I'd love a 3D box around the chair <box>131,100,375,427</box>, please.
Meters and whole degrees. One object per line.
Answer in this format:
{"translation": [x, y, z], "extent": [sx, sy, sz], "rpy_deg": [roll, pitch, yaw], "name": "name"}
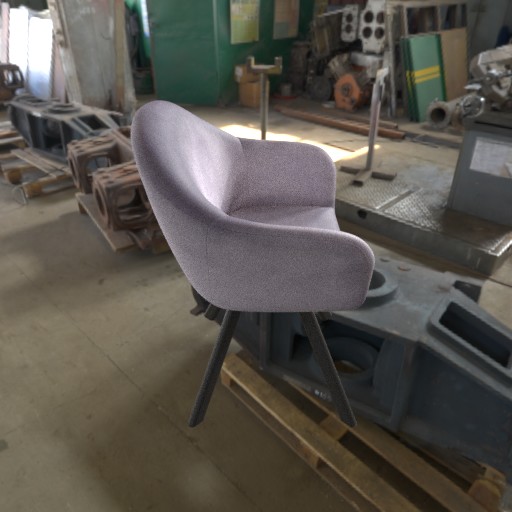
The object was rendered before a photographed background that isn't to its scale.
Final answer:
{"translation": [0.000, 0.000, 1.179], "extent": [0.540, 0.780, 0.570], "rpy_deg": [0, 32, 0], "name": "chair"}
